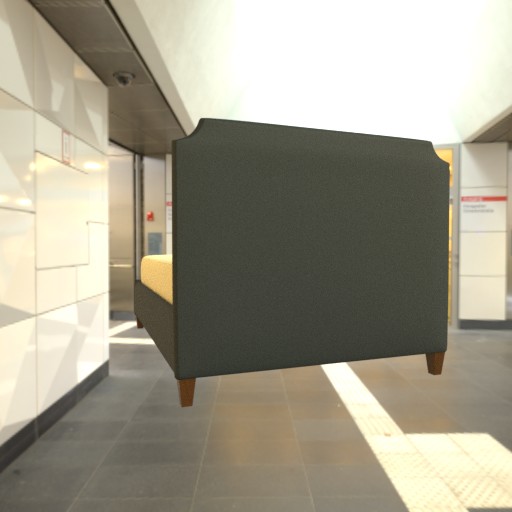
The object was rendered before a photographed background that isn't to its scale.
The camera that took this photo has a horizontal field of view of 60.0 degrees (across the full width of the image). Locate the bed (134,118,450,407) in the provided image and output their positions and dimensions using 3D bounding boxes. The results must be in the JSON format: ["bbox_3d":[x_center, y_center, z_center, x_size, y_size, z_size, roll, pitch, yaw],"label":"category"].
[{"bbox_3d":[0.000,0.000,3.523,1.712,1.443,2.372,0,1,-20],"label":"bed"}]
